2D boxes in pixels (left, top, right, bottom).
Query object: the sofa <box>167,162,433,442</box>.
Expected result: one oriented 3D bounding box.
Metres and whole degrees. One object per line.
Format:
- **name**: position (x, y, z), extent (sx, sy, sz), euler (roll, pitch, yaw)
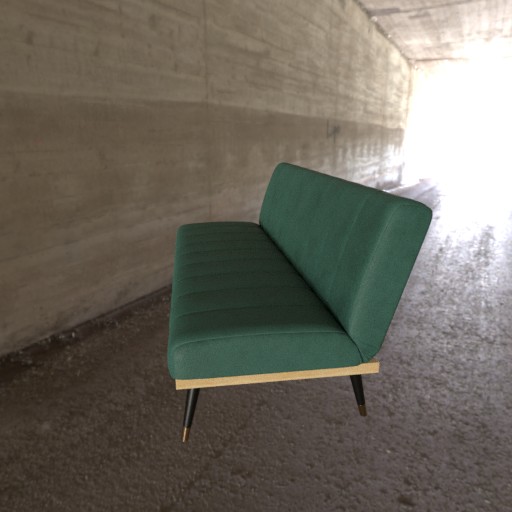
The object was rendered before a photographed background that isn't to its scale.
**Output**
- **sofa**: position (0.000, 0.000, 2.243), extent (0.830, 0.820, 1.810), euler (-2, 16, -9)
